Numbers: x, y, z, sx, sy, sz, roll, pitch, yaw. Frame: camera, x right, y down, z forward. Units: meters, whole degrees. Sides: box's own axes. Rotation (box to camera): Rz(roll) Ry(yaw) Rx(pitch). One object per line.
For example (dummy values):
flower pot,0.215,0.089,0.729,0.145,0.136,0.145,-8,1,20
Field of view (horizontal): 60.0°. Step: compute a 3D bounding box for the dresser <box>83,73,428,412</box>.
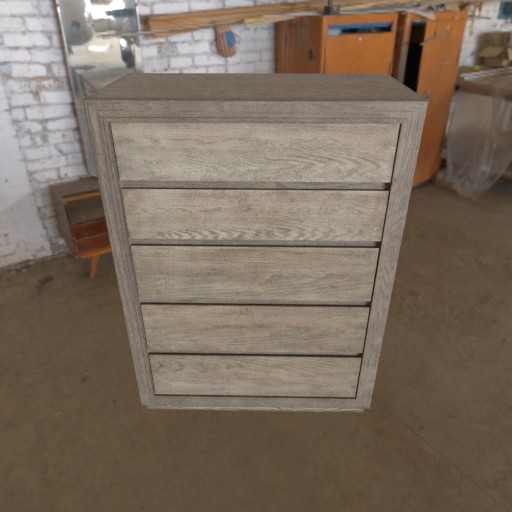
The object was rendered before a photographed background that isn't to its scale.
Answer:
dresser,0.000,0.000,1.773,0.967,1.295,0.483,1,31,1
